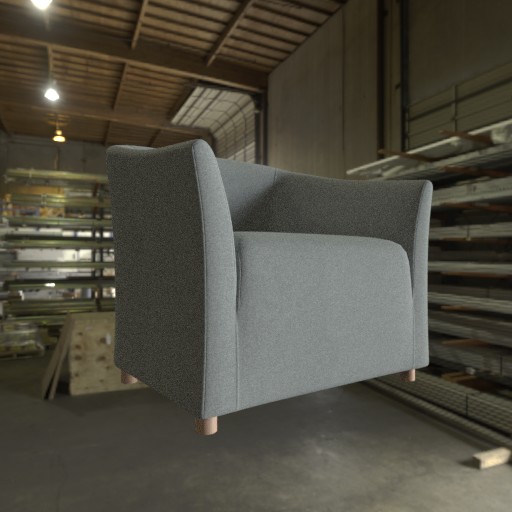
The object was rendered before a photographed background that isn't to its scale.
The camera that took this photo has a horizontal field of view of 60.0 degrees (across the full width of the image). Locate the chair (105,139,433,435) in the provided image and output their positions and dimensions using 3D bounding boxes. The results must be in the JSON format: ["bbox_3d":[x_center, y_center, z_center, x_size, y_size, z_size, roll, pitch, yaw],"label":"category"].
[{"bbox_3d":[0.000,0.000,1.335,0.790,0.720,0.700,0,-1,-36],"label":"chair"}]
